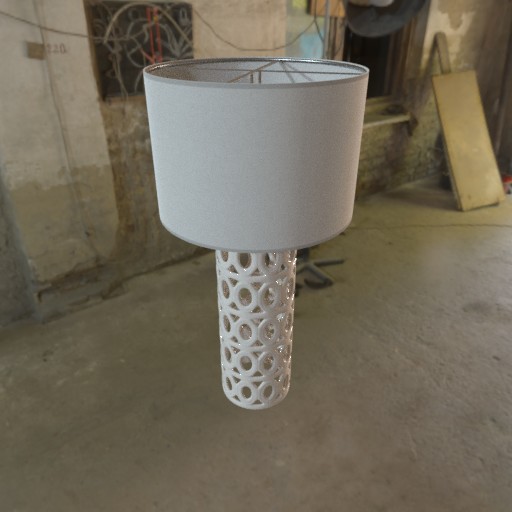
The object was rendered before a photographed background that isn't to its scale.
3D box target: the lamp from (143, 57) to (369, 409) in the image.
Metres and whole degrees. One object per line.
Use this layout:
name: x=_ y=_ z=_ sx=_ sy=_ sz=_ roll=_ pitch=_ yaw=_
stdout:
lamp: x=0.000 y=0.000 z=0.807 sx=0.324 sy=0.636 sz=0.325 roll=7 pitch=30 yaw=13
